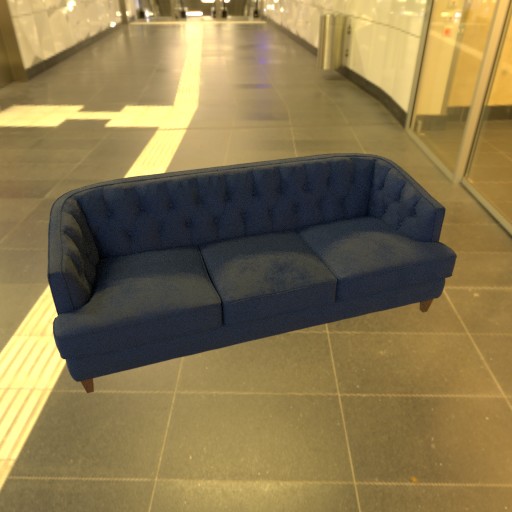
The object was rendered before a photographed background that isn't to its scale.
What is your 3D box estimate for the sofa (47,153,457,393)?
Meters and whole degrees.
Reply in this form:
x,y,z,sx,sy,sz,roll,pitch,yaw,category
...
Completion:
x,y,z,sx,sy,sz,roll,pitch,yaw,category
0.000,0.000,2.712,2.278,0.855,0.941,-10,33,-16,sofa
